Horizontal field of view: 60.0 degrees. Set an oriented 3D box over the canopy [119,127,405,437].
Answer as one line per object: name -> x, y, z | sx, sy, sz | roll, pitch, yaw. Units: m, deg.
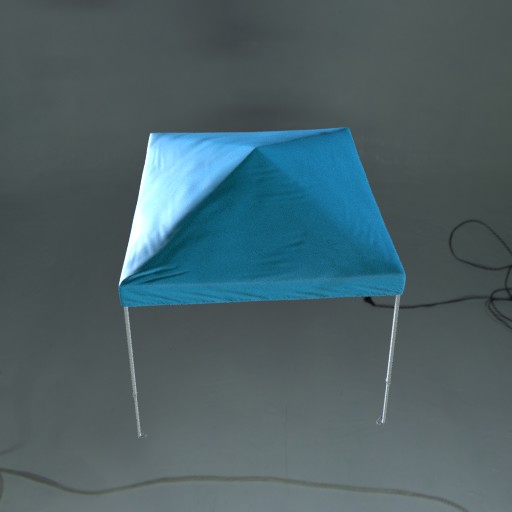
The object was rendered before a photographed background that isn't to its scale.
canopy -> 0.000, 0.000, 5.066 | 2.849, 2.849, 2.848 | -2, 46, -2
